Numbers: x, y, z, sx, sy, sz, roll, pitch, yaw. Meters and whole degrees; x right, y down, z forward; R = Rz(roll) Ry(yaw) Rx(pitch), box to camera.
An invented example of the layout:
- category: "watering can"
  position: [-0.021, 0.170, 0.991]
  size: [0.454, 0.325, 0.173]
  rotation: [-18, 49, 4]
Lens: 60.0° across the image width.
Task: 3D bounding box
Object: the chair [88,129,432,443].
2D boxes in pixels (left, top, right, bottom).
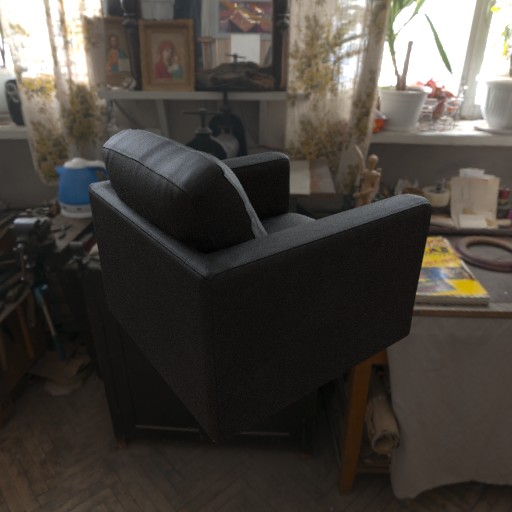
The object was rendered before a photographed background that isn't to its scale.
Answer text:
- category: "chair"
  position: [0.000, 0.000, 1.581]
  size: [0.879, 0.898, 0.831]
  rotation: [-19, 32, -32]
